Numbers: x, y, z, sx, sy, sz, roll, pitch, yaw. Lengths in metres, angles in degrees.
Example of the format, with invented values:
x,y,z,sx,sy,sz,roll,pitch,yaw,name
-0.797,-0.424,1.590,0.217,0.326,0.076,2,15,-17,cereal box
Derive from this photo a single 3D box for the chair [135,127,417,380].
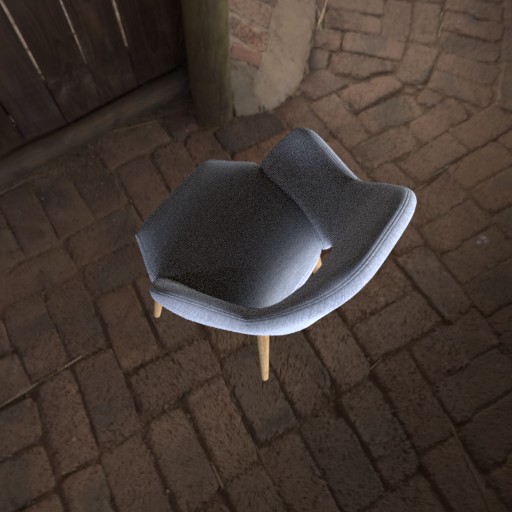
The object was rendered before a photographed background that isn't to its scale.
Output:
x,y,z,sx,sy,sz,roll,pitch,yaw,name
0.000,0.000,1.228,0.610,0.840,0.590,33,68,15,chair
